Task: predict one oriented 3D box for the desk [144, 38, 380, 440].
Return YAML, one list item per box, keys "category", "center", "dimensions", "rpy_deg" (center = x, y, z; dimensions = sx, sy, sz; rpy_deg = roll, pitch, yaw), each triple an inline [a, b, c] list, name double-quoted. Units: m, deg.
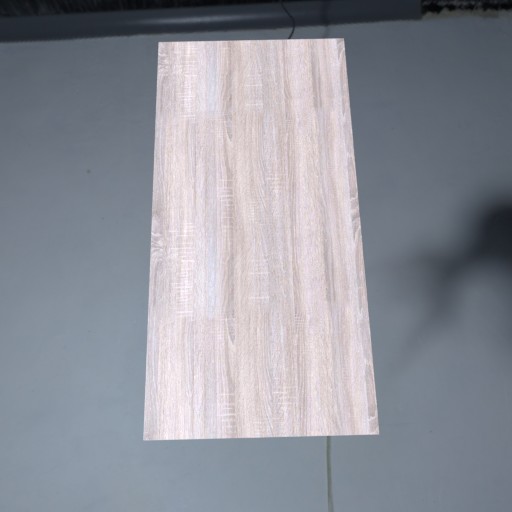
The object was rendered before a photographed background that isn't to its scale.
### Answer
- category: "desk"
  center: [0.000, 0.000, 1.425]
  dimensions: [0.495, 0.762, 0.991]
  rpy_deg: [-1, 75, 0]
